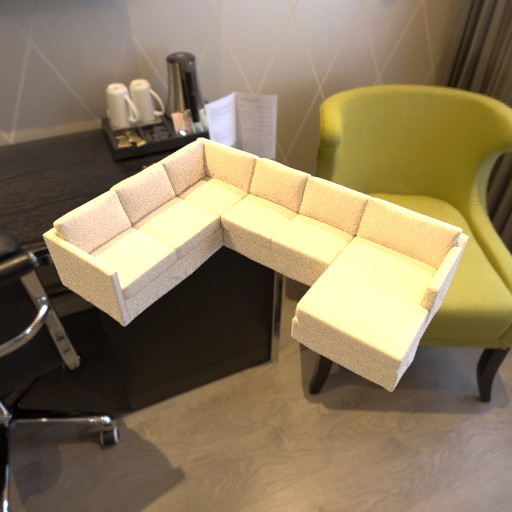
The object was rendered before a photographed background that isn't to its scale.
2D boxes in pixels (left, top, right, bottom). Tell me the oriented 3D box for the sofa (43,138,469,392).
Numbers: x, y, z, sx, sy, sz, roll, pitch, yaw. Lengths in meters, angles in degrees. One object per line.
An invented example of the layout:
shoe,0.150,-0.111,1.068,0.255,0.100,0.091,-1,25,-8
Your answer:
sofa,0.000,0.000,4.499,3.460,0.882,2.427,25,47,26
